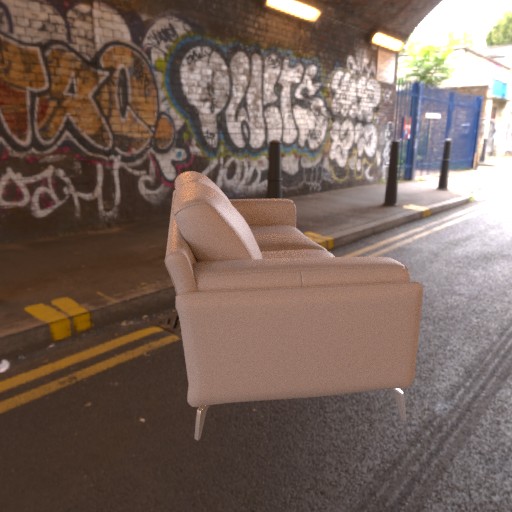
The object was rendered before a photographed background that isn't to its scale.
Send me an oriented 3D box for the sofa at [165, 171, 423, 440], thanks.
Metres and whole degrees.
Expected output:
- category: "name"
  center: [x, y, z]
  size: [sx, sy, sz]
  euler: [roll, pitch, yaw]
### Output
- category: "sofa"
  center: [0.000, 0.000, 2.616]
  size: [1.049, 0.930, 2.101]
  euler: [-2, 15, -9]
